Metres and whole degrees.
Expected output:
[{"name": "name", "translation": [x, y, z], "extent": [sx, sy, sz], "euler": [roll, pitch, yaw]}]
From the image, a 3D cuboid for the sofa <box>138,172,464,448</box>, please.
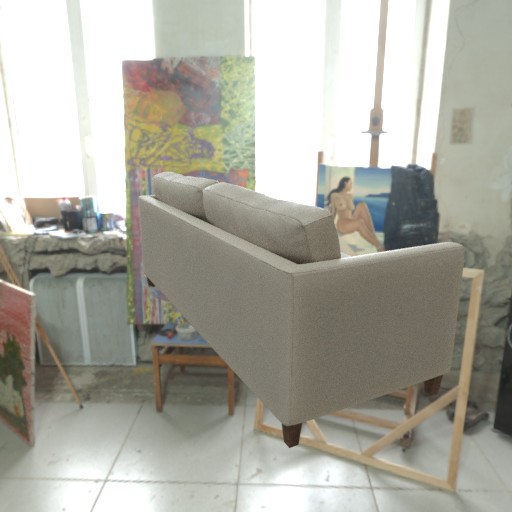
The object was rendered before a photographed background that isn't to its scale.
[{"name": "sofa", "translation": [0.000, 0.000, 2.834], "extent": [0.951, 0.968, 2.361], "euler": [-8, 17, -26]}]
